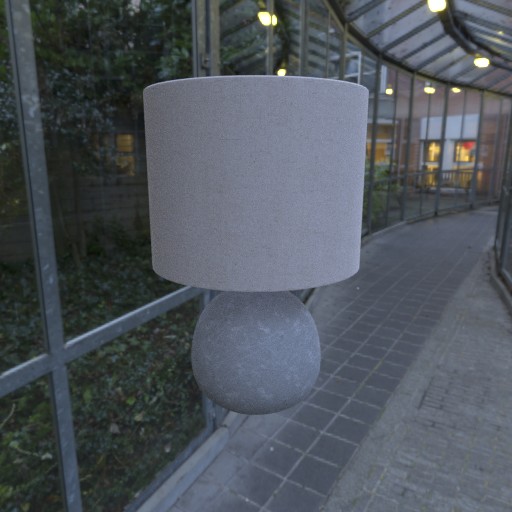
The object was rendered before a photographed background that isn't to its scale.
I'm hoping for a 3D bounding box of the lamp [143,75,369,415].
[{"bbox_3d":[0.000,0.000,0.590,0.269,0.409,0.269,-12,18,-43],"label":"lamp"}]
